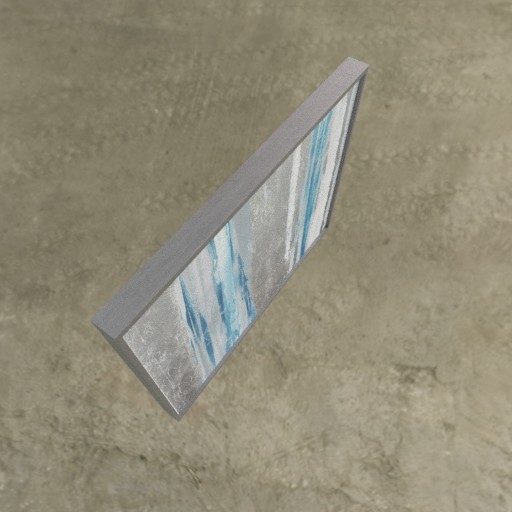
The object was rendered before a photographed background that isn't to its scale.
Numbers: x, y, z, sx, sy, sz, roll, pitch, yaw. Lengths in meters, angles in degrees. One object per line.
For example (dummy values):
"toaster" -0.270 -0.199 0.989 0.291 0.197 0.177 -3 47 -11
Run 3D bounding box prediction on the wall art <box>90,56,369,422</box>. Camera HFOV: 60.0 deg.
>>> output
"wall art" 0.000 0.000 0.779 0.037 0.450 0.557 32 64 18
